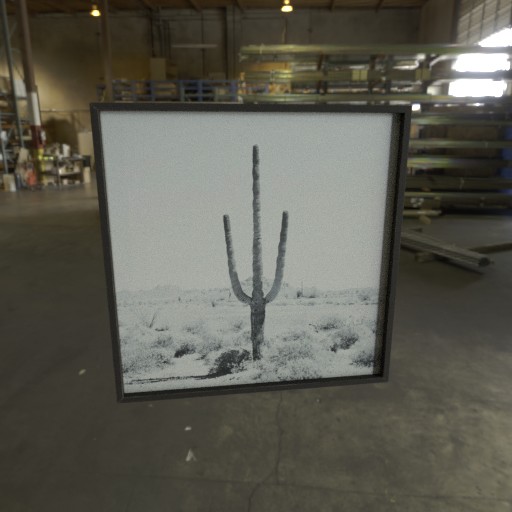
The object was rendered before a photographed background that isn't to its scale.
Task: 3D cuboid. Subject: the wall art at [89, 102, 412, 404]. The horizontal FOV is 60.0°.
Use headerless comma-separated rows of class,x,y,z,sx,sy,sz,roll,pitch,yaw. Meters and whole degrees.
wall art,0.000,0.000,0.472,0.305,0.305,0.038,-2,15,-8
